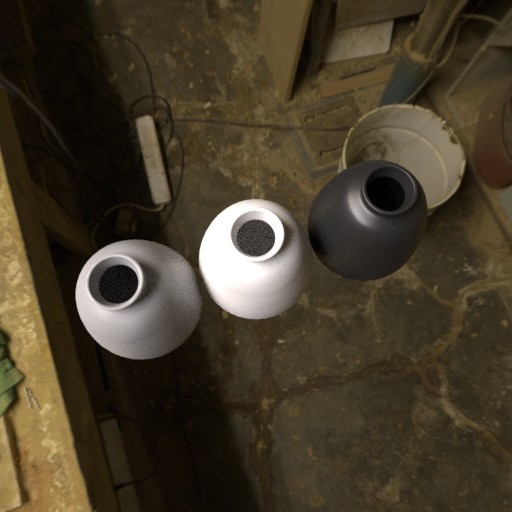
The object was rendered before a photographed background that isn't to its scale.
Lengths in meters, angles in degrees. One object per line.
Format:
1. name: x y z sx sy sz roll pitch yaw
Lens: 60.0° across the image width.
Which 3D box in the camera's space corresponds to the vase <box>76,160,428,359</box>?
1. vase: 0.000 0.000 0.362 0.297 0.122 0.097 -19 76 -5
